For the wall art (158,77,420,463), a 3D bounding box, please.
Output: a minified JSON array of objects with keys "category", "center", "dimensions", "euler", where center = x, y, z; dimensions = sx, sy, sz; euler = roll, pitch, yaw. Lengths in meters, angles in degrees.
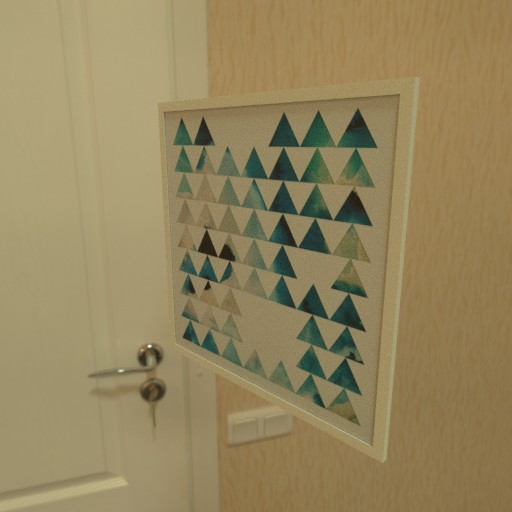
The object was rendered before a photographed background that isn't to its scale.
[{"category":"wall art","center":[0.000,0.000,0.806],"dimensions":[0.557,0.557,0.012],"euler":[14,20,42]}]
